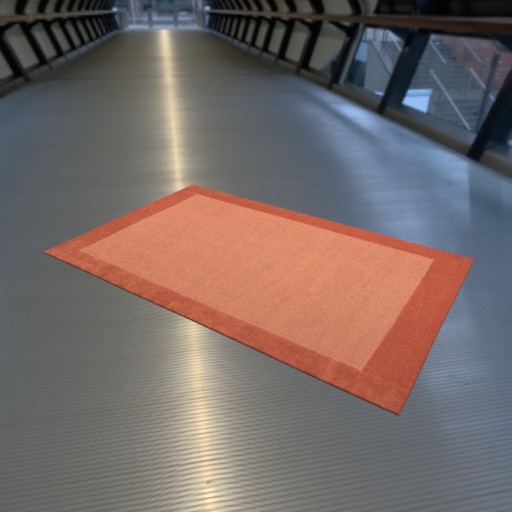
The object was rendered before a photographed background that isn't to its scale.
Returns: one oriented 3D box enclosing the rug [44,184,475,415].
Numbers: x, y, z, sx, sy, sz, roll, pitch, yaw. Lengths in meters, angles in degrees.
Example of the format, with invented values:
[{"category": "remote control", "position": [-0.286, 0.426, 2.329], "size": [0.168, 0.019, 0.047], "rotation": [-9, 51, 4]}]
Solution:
[{"category": "rug", "position": [0.000, 0.000, 2.955], "size": [2.438, 0.014, 1.524], "rotation": [19, 35, 29]}]
